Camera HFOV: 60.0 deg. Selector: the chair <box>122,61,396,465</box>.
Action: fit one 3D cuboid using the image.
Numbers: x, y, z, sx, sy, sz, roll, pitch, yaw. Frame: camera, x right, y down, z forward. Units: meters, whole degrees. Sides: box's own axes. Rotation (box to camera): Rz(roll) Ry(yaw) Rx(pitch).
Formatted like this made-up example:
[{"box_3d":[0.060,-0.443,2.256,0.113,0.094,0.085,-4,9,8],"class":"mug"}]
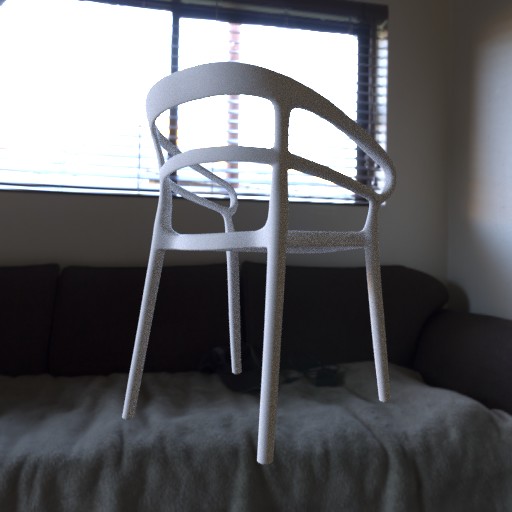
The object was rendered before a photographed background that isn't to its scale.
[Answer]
[{"box_3d":[0.000,0.000,1.118,0.559,0.761,0.527,0,-1,36],"class":"chair"}]
